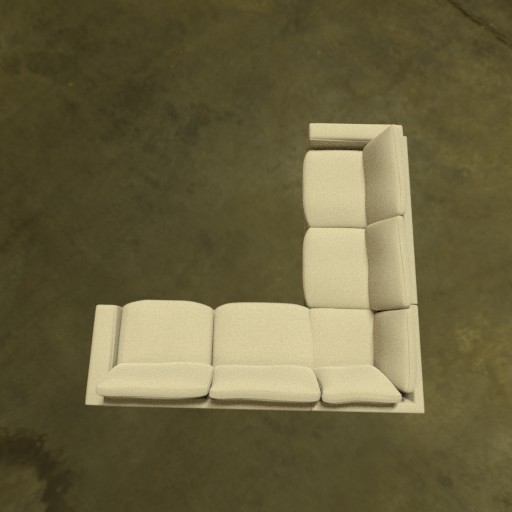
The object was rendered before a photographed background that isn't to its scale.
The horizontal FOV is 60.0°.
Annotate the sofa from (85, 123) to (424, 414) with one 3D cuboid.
[{"bbox_3d":[0.000,0.000,4.698,3.206,0.918,3.066,1,76,0],"label":"sofa"}]
